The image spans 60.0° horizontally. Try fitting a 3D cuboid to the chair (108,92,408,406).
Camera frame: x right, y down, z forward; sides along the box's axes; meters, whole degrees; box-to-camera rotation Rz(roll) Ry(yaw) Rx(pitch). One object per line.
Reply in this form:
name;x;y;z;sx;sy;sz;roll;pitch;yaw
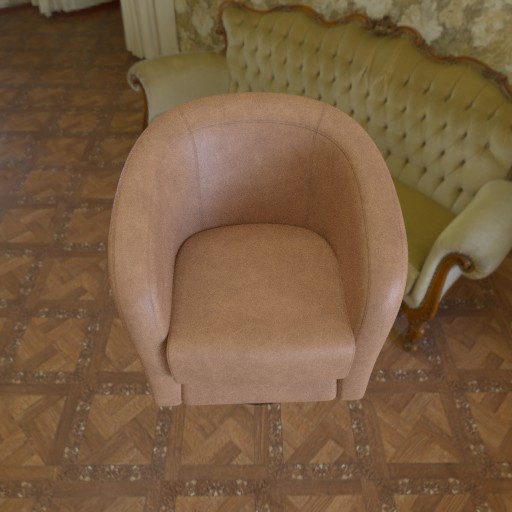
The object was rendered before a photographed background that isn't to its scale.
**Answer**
chair;0.000;0.000;1.465;0.791;0.771;0.815;-1;45;-1
